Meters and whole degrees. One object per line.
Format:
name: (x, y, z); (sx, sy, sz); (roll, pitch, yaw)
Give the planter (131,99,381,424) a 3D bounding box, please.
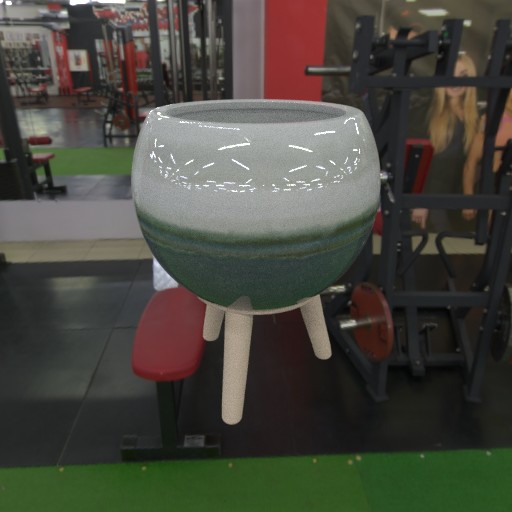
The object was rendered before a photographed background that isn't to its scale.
planter: (0.000, 0.000, 0.439); (0.222, 0.278, 0.222); (0, 25, 0)
